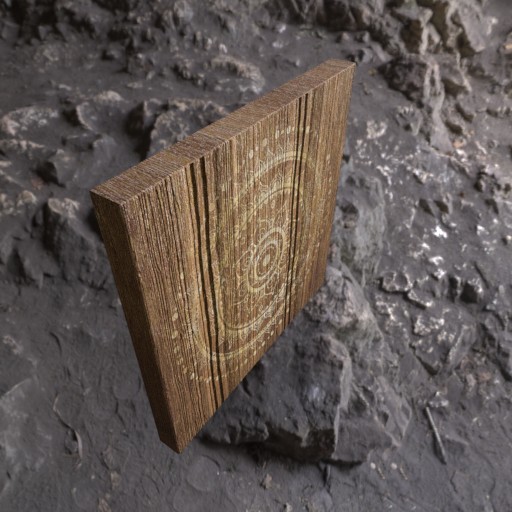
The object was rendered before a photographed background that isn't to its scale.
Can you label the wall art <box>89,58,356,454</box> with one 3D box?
[{"bbox_3d":[0.000,0.000,0.596,0.039,0.403,0.406,24,46,26],"label":"wall art"}]
